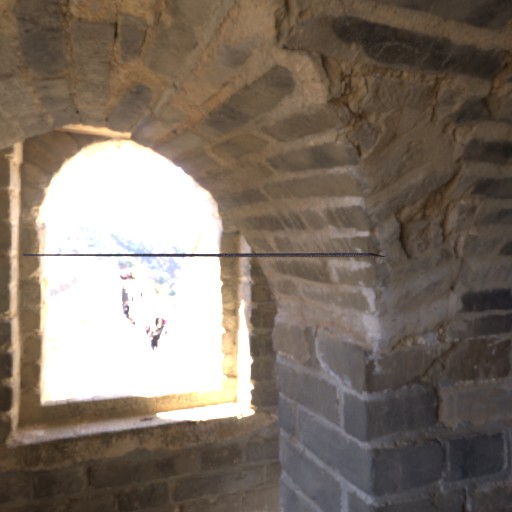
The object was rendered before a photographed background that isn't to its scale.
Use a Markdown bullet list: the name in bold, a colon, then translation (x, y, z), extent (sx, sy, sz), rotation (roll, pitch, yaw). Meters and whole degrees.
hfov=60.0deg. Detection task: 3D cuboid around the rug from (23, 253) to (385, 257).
- **rug**: translation (0.000, 0.000, 3.762), extent (2.053, 0.011, 2.940), rotation (0, 0, 17)
